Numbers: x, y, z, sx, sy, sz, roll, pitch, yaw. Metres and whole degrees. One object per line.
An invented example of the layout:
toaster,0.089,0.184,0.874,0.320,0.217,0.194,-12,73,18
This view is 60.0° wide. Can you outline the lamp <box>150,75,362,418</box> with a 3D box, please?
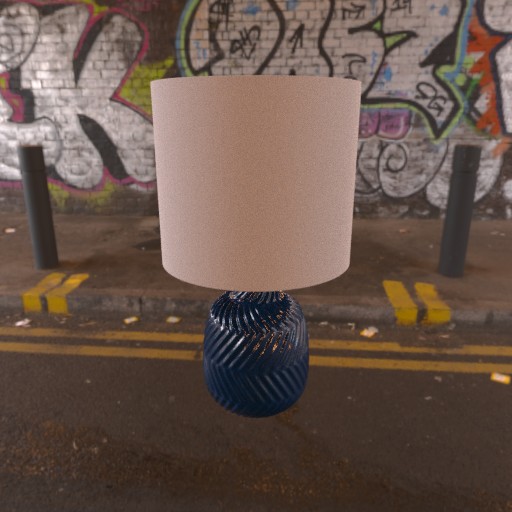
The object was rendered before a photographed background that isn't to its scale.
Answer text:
lamp,0.000,0.000,0.491,0.203,0.368,0.203,-17,24,-42
